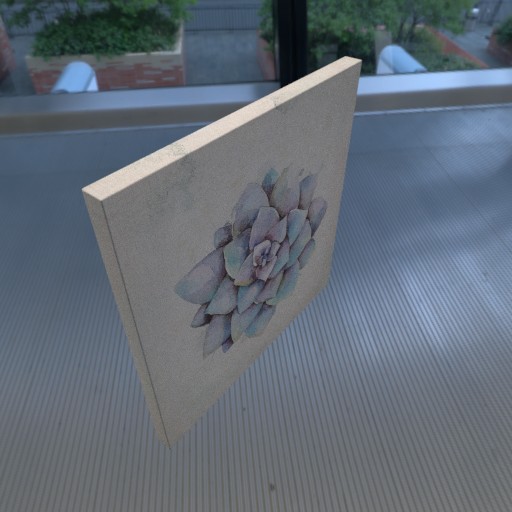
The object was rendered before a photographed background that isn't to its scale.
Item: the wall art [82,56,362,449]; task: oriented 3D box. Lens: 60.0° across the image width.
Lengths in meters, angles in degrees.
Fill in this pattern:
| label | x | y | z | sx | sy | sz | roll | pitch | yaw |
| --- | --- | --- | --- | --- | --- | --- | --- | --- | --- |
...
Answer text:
| label | x | y | z | sx | sy | sz | roll | pitch | yaw |
| --- | --- | --- | --- | --- | --- | --- | --- | --- | --- |
| wall art | 0.000 | 0.000 | 0.889 | 0.040 | 0.612 | 0.612 | 28 | 48 | 28 |
